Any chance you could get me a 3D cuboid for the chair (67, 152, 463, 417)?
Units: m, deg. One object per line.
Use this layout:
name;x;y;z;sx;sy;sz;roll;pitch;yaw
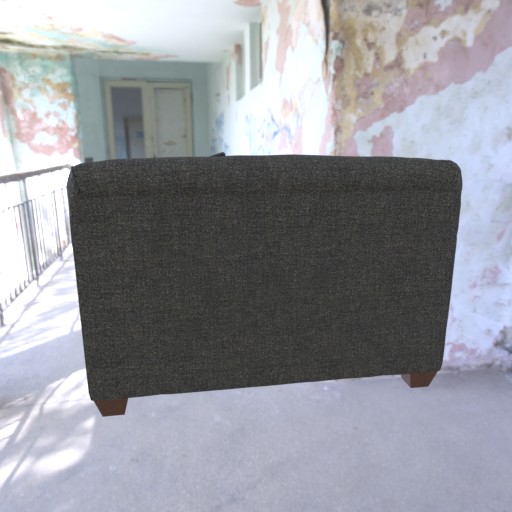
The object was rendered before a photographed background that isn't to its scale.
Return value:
chair;0.000;0.000;2.046;1.383;0.948;1.000;-2;15;-9
